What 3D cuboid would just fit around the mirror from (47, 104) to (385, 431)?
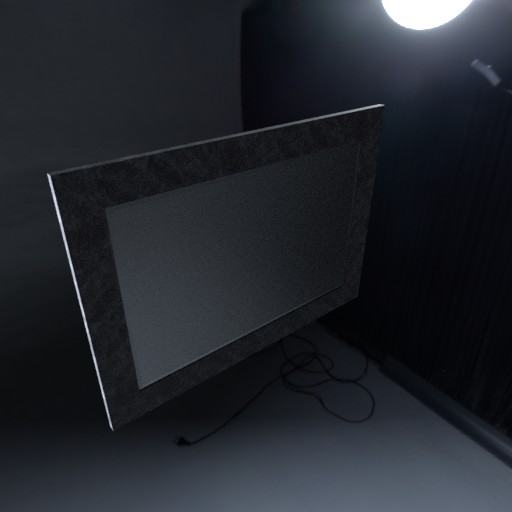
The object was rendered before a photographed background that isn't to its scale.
[{"bbox_3d":[0.000,0.000,1.419,1.101,0.795,0.022,-22,37,-32],"label":"mirror"}]
